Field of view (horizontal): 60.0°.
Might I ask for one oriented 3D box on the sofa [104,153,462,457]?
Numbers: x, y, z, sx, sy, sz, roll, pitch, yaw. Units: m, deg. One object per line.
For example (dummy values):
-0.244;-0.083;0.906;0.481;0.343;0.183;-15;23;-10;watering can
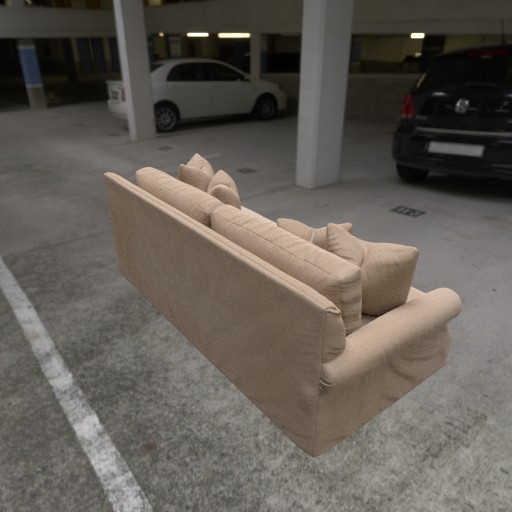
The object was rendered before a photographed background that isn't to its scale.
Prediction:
0.000;0.000;2.773;1.067;0.904;2.285;-19;32;-33;sofa
